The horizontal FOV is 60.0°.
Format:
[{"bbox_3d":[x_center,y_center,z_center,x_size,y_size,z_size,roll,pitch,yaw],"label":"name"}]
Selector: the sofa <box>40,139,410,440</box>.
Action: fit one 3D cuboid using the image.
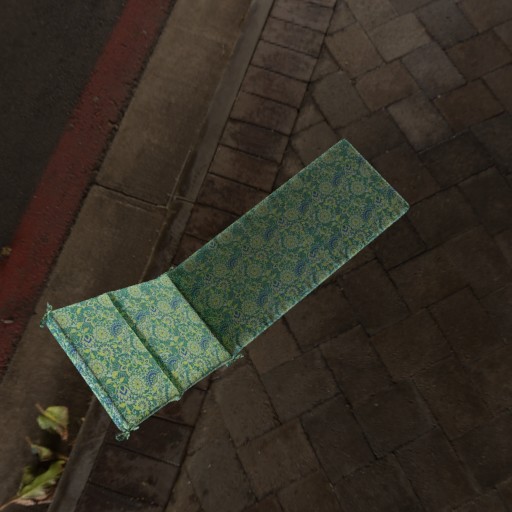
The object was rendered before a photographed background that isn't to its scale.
[{"bbox_3d":[0.000,0.000,1.977,1.663,0.622,0.582,-39,79,-9],"label":"sofa"}]
